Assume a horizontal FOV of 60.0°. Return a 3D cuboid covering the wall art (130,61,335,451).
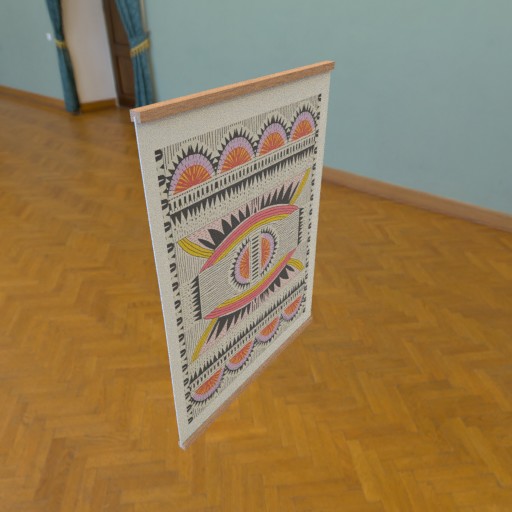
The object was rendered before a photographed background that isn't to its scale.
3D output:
[{"bbox_3d":[0.000,0.000,1.355,0.028,1.016,0.765,21,38,31],"label":"wall art"}]
